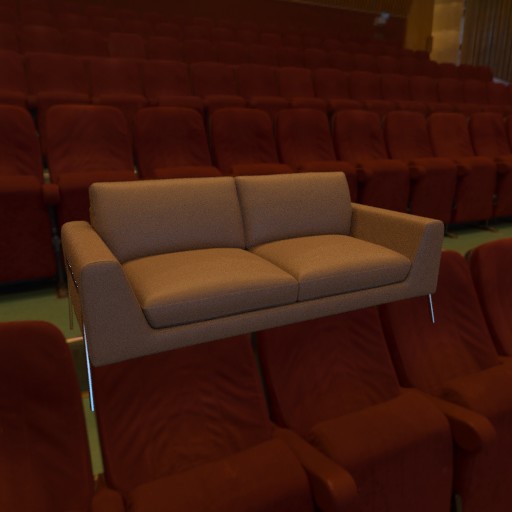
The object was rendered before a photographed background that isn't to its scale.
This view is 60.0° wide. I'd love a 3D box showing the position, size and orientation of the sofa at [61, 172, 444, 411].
[{"bbox_3d":[0.000,0.000,2.573,2.017,0.875,0.953,-8,17,-26],"label":"sofa"}]
